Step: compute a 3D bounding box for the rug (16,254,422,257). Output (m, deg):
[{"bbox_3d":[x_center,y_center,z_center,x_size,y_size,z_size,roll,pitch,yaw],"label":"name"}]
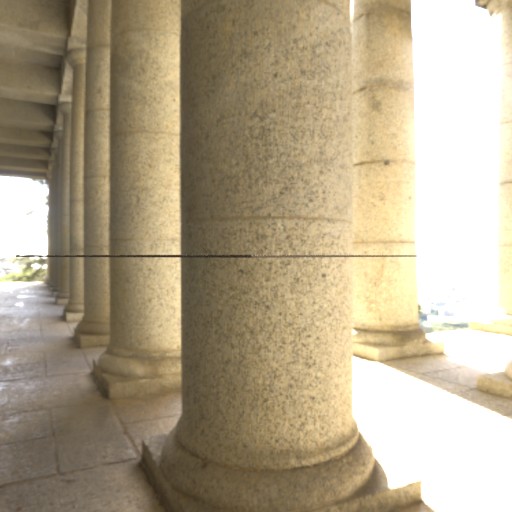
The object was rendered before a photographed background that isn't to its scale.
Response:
[{"bbox_3d":[0.000,0.000,2.221,1.175,0.008,1.783,0,0,34],"label":"rug"}]
